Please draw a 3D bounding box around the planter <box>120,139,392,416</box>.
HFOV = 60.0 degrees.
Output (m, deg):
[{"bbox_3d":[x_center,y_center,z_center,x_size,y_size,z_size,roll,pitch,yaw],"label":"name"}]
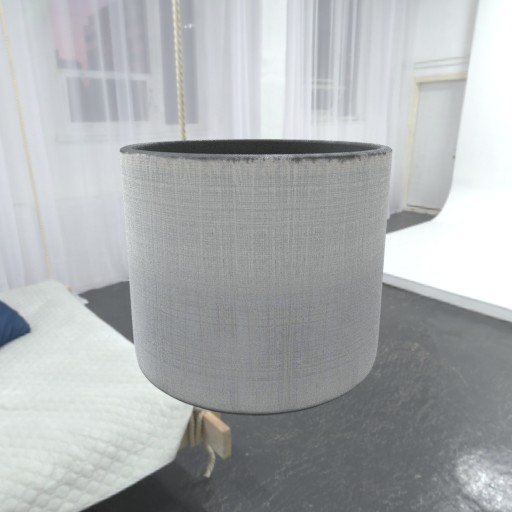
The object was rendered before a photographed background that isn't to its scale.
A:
[{"bbox_3d":[0.000,0.000,0.453,0.254,0.221,0.254,0,17,0],"label":"planter"}]
